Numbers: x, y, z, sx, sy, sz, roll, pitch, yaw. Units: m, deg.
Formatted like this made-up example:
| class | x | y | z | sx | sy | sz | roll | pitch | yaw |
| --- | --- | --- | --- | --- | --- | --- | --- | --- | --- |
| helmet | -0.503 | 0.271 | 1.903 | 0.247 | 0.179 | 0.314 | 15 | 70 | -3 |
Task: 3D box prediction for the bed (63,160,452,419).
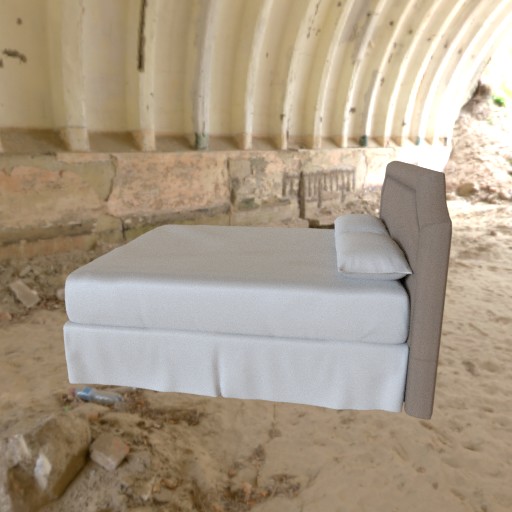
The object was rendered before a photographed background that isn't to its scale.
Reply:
| class | x | y | z | sx | sy | sz | roll | pitch | yaw |
| --- | --- | --- | --- | --- | --- | --- | --- | --- | --- |
| bed | 0.000 | 0.000 | 3.186 | 2.164 | 1.303 | 1.828 | 2 | 15 | 9 |
